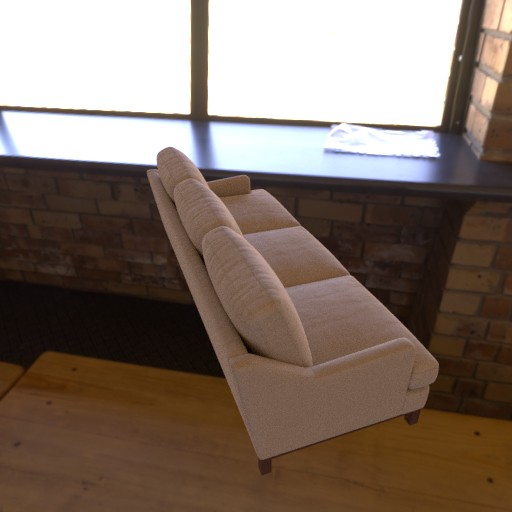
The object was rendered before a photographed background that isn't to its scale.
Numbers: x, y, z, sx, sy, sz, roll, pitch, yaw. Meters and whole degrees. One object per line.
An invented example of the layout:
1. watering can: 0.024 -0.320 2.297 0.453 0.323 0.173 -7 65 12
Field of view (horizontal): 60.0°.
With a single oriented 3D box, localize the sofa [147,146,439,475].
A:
1. sofa: 0.000 0.000 2.807 1.000 0.913 2.321 -10 32 -17
